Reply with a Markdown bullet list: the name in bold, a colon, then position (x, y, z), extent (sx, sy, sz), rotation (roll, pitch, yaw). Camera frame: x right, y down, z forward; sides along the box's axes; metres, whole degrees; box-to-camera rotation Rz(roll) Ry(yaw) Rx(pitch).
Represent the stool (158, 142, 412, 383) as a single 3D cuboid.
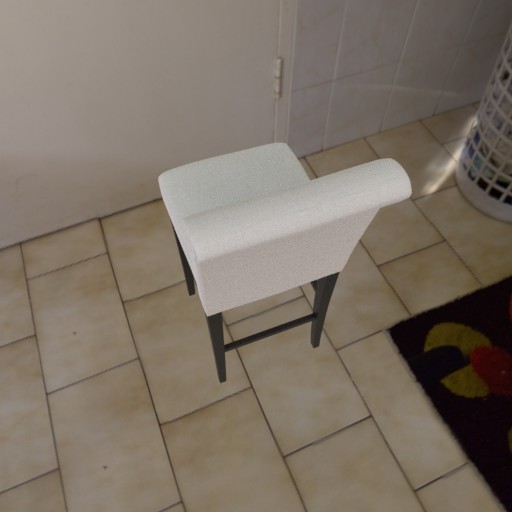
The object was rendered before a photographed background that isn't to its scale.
- **stool**: position (0.000, 0.000, 1.426), extent (0.452, 1.124, 0.597), rotation (-18, 59, -11)
